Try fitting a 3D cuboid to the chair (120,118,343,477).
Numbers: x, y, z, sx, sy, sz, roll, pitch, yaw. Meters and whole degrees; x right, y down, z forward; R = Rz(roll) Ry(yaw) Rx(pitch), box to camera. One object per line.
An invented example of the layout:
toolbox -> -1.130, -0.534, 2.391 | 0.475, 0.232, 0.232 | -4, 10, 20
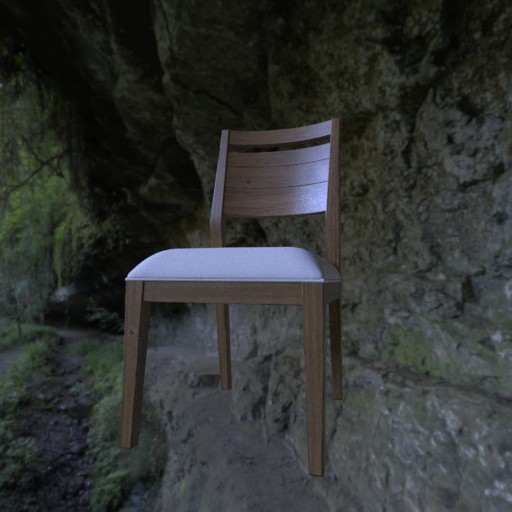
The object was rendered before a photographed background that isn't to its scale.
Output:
chair -> 0.000, 0.000, 1.298 | 0.497, 0.939, 0.610 | -1, -2, 18
